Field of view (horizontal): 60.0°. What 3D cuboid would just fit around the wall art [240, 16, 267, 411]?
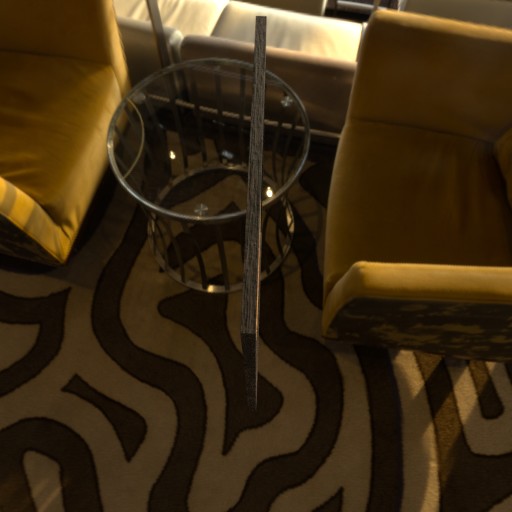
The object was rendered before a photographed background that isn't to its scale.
[{"bbox_3d":[0.000,0.000,1.407,0.029,1.066,0.812,2,64,1],"label":"wall art"}]
